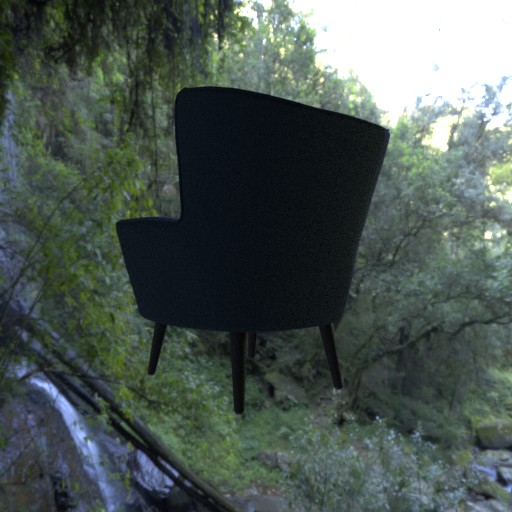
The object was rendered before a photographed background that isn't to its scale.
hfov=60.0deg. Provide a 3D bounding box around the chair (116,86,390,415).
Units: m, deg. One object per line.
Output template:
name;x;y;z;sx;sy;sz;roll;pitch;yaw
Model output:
chair;0.000;0.000;1.602;0.781;0.933;0.888;0;-1;-36
